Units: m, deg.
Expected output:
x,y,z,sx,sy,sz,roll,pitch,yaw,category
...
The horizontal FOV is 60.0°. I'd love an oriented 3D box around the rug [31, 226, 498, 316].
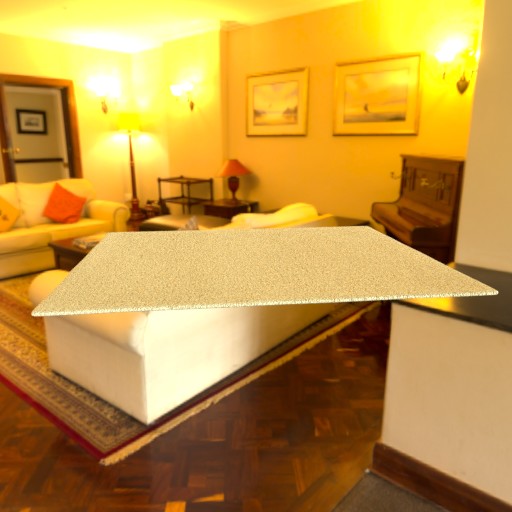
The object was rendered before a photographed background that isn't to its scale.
x,y,z,sx,sy,sz,roll,pitch,yaw,category
0.000,0.000,4.006,3.047,0.029,2.438,-2,15,-7,rug
